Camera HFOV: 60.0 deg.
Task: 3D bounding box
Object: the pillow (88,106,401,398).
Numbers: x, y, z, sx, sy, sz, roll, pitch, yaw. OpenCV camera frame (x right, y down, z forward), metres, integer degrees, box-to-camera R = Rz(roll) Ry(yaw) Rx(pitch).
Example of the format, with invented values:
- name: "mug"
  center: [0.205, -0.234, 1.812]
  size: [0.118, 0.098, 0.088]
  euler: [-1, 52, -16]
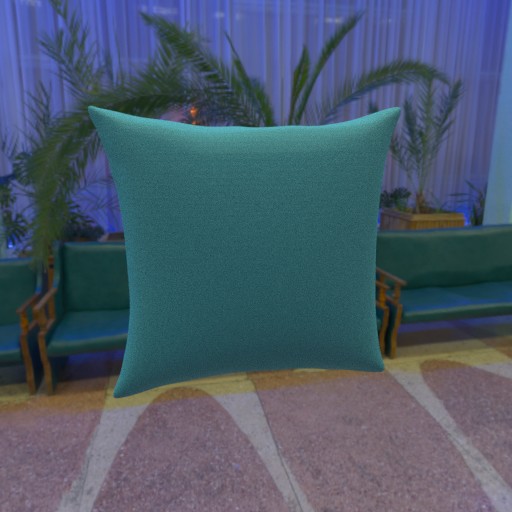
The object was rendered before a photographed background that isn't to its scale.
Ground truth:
- name: "pillow"
  center: [0.000, 0.000, 0.770]
  size: [0.514, 0.497, 0.150]
  euler: [-3, 14, -10]
